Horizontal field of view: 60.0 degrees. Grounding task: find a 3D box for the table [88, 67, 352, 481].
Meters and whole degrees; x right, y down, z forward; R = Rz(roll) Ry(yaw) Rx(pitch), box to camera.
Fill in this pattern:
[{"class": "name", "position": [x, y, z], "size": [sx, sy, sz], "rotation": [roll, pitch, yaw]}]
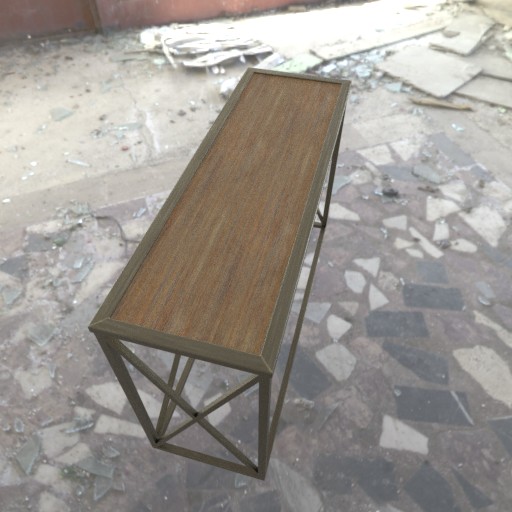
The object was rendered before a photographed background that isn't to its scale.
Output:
[{"class": "table", "position": [0.000, 0.000, 1.567], "size": [0.402, 0.753, 1.216], "rotation": [12, 50, 10]}]
